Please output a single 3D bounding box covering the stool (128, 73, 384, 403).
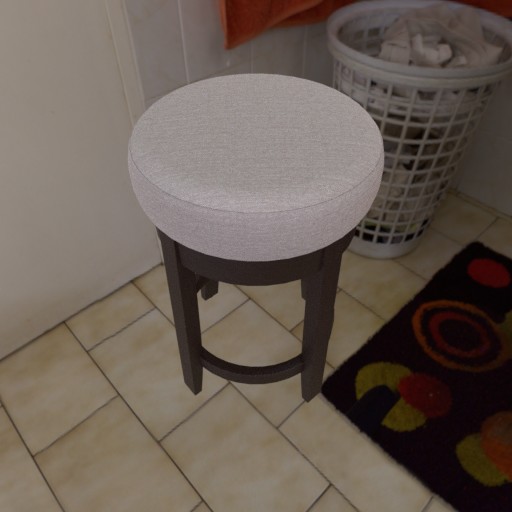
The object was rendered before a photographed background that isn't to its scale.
[{"bbox_3d":[0.000,0.000,0.976,0.443,0.672,0.443,0,46,0],"label":"stool"}]
